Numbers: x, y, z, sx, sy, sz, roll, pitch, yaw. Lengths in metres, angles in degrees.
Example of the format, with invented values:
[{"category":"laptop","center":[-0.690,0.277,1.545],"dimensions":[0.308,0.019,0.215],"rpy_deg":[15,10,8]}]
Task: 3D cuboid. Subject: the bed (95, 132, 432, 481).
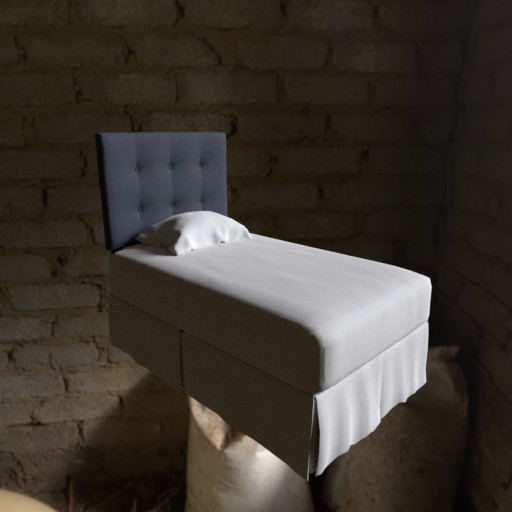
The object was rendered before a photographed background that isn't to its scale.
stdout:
[{"category":"bed","center":[0.000,0.000,2.934],"dimensions":[1.997,1.571,1.261],"rpy_deg":[15,22,42]}]
